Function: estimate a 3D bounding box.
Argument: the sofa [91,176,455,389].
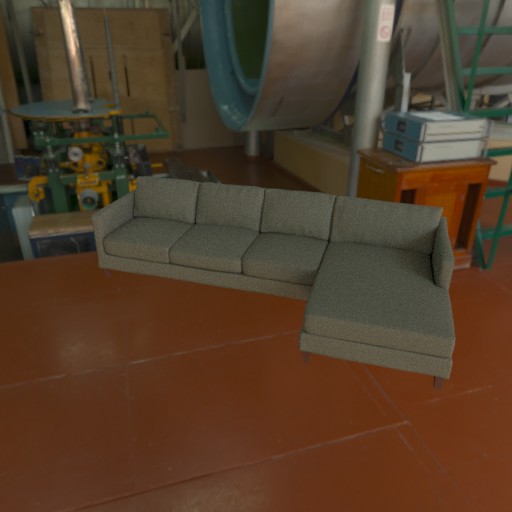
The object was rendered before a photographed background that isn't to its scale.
[{"bbox_3d":[0.000,0.000,3.917,3.186,0.861,1.625,8,28,15],"label":"sofa"}]
